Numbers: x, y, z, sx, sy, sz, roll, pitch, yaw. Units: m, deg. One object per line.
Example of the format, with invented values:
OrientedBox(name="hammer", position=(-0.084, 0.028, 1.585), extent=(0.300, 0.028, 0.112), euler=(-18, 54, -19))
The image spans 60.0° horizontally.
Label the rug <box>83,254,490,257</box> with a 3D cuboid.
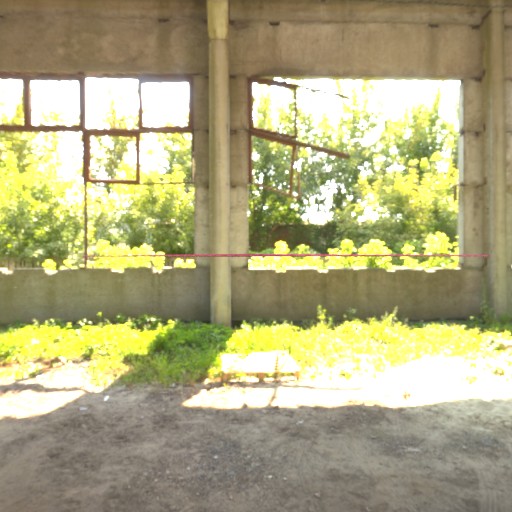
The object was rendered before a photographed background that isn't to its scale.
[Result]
OrientedBox(name="rug", position=(0.000, 0.000, 4.303), extent=(2.389, 0.011, 3.306), euler=(0, 0, -36))
